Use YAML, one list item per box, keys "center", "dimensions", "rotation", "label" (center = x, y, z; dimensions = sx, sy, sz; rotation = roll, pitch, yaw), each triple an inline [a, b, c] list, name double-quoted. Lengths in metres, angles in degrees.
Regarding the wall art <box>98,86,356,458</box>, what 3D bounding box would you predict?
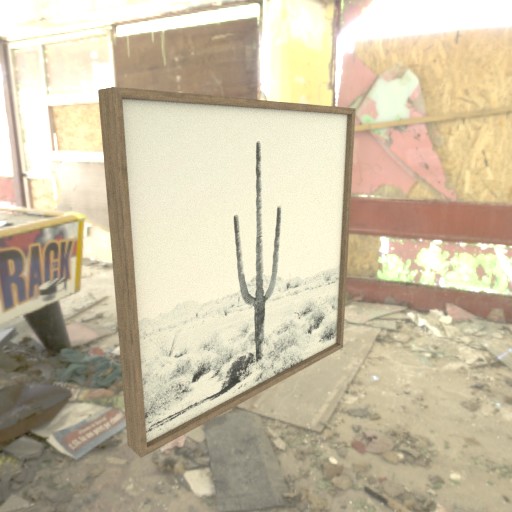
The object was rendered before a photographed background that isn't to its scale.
- center: [0.000, 0.000, 0.767]
  dimensions: [0.508, 0.508, 0.038]
  rotation: [-14, 20, -43]
  label: "wall art"
